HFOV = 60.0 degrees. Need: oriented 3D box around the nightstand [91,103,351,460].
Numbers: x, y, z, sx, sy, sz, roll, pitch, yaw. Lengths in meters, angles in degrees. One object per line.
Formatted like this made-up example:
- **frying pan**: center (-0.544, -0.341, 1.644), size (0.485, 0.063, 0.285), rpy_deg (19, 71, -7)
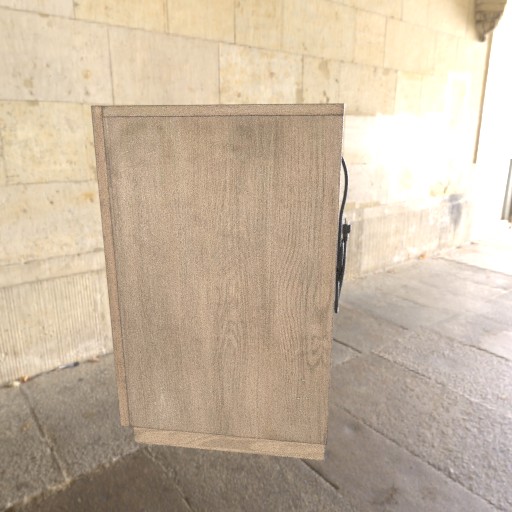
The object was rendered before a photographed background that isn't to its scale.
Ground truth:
- **nightstand**: center (0.000, 0.000, 1.096), size (0.483, 0.673, 0.612), rpy_deg (2, 15, 8)
